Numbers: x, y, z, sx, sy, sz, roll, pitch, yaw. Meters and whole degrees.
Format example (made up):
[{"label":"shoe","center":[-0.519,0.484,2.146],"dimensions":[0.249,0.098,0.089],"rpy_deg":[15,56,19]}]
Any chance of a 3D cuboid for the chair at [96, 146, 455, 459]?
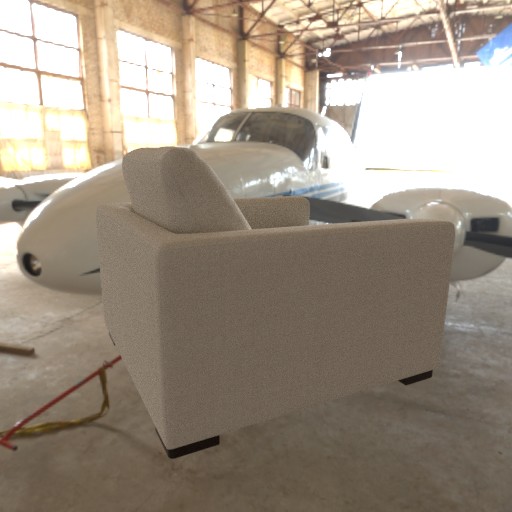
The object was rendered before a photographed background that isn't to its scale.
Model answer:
[{"label":"chair","center":[0.000,0.000,1.832],"dimensions":[1.100,0.876,1.070],"rpy_deg":[-7,14,-27]}]
